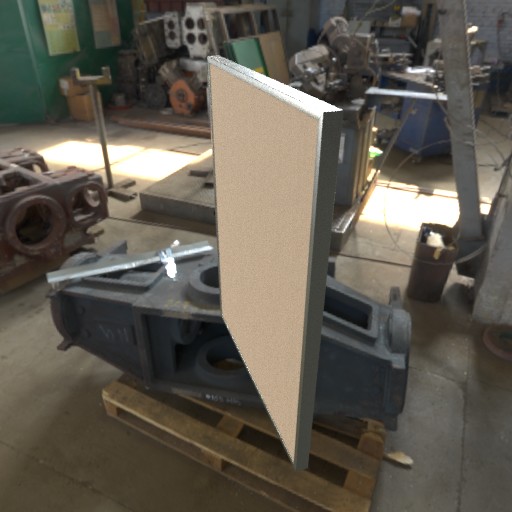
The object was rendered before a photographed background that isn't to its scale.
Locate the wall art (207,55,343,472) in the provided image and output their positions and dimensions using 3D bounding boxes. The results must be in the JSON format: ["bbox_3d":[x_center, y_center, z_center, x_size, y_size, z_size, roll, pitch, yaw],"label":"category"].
[{"bbox_3d":[0.000,0.000,1.391,0.041,1.062,0.803,-11,33,-17],"label":"wall art"}]
